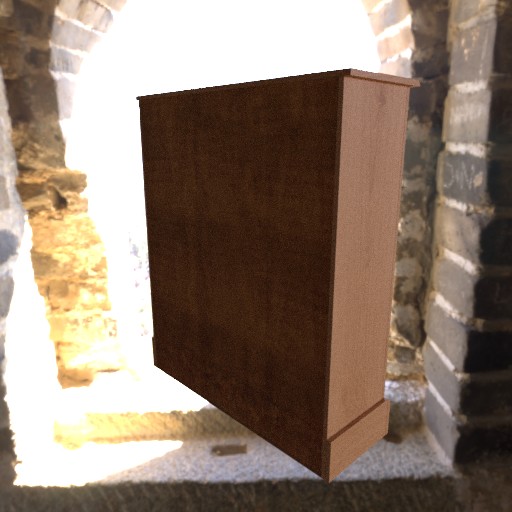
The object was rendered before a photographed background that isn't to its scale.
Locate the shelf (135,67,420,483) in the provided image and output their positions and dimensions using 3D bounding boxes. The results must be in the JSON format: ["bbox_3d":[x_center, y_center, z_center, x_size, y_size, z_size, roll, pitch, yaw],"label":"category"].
[{"bbox_3d":[0.000,0.000,1.386,0.291,0.980,0.840,-14,20,-42],"label":"shelf"}]
